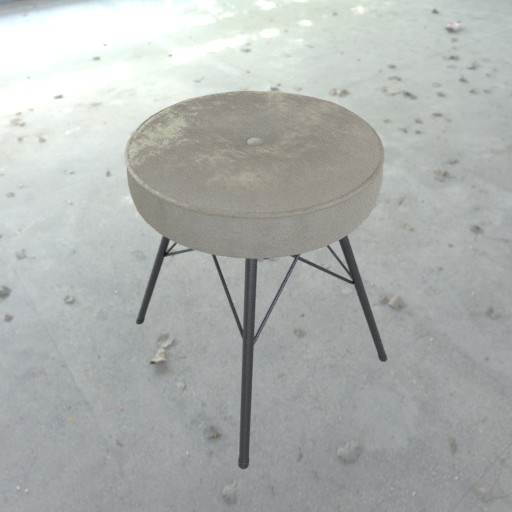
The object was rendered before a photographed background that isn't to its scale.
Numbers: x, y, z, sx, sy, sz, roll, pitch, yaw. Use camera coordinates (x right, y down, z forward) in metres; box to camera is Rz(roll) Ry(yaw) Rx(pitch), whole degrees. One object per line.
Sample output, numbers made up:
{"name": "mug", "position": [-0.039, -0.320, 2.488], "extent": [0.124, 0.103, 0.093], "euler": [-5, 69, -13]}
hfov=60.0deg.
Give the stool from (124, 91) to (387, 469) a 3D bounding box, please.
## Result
{"name": "stool", "position": [0.000, 0.000, 0.881], "extent": [0.423, 0.538, 0.457], "euler": [-27, 48, -27]}
